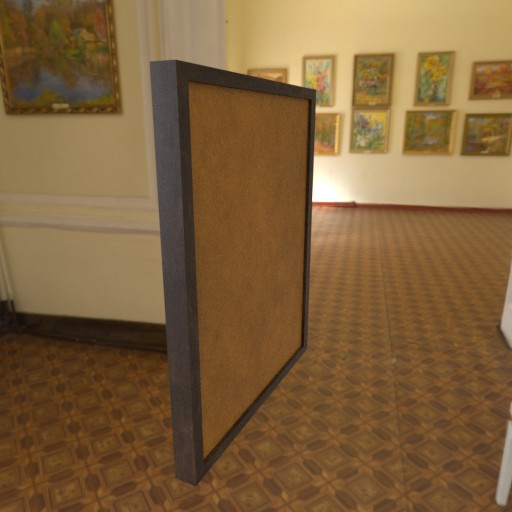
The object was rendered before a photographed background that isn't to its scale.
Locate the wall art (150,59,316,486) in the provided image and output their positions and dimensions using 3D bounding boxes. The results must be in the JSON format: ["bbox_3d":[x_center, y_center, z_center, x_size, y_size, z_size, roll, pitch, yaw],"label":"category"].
[{"bbox_3d":[0.000,0.000,0.547,0.027,0.406,0.329,8,18,25],"label":"wall art"}]
